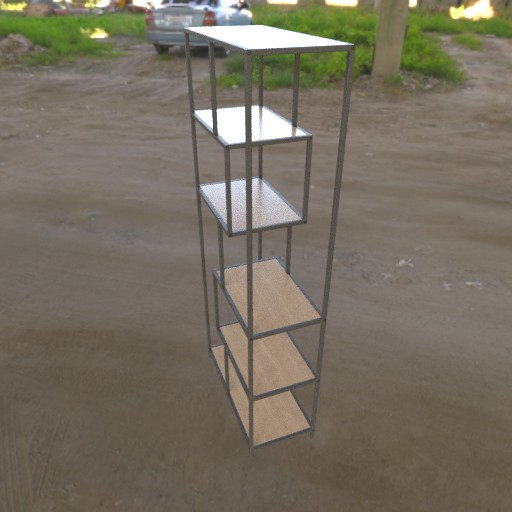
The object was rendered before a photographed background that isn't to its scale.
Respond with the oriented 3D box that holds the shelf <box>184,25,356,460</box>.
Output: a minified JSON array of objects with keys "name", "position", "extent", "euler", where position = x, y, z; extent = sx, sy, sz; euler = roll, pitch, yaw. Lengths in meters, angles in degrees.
[{"name":"shelf","position":[0.000,0.000,2.062],"extent":[0.350,1.850,0.770],"euler":[-11,33,-18]}]
